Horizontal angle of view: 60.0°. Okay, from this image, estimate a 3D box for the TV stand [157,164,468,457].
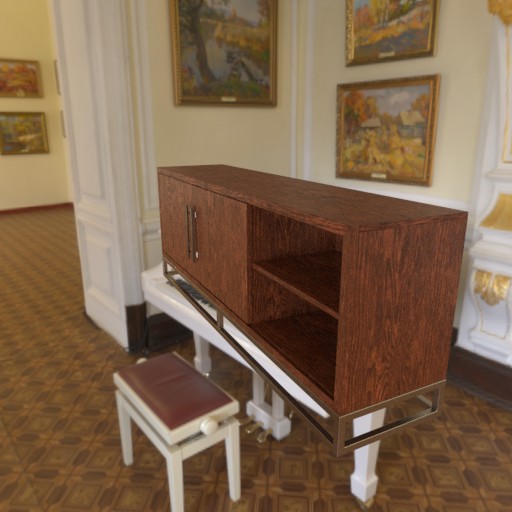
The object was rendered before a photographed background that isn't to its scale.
[{"bbox_3d":[0.000,0.000,1.736,0.382,0.578,1.541,-8,18,-26],"label":"TV stand"}]
